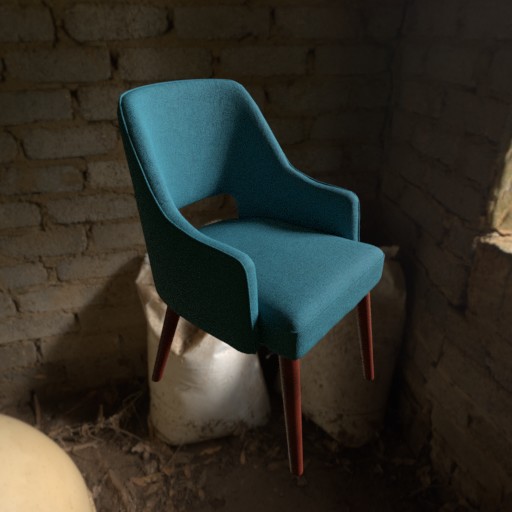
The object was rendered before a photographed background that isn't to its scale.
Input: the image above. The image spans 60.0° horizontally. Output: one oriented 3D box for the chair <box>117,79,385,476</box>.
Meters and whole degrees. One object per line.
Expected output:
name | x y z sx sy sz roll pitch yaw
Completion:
chair | 0.000 0.000 1.205 0.605 0.849 0.548 20 33 33
